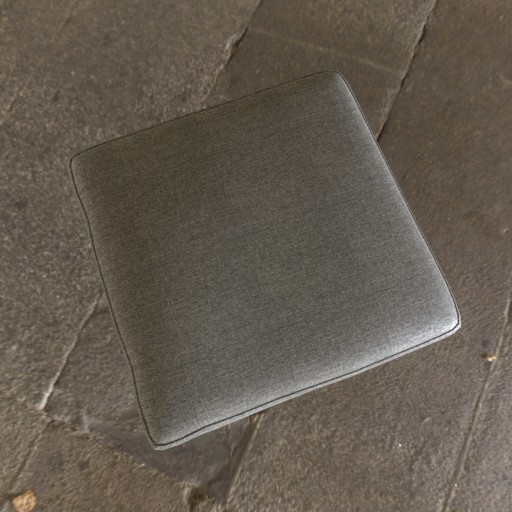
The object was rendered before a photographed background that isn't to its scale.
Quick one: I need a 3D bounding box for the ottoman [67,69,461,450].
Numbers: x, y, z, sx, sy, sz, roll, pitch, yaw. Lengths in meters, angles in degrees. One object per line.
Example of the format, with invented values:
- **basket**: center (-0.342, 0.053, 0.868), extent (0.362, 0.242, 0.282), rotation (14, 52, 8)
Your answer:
- **ottoman**: center (0.000, 0.000, 1.335), extent (0.838, 0.481, 0.838), rotation (-20, 76, -5)
